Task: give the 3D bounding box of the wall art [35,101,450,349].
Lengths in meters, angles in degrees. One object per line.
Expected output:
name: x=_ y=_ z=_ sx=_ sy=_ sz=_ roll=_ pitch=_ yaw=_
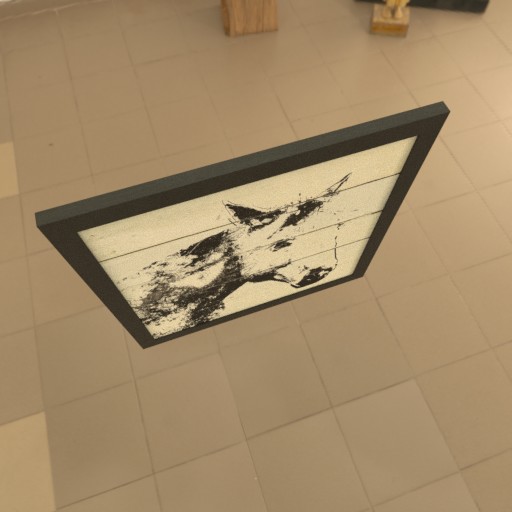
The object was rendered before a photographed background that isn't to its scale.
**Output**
wall art: x=0.000 y=0.000 z=1.493 sx=1.016 sy=1.016 sz=0.038 roll=-17 pitch=65 yaw=-8
